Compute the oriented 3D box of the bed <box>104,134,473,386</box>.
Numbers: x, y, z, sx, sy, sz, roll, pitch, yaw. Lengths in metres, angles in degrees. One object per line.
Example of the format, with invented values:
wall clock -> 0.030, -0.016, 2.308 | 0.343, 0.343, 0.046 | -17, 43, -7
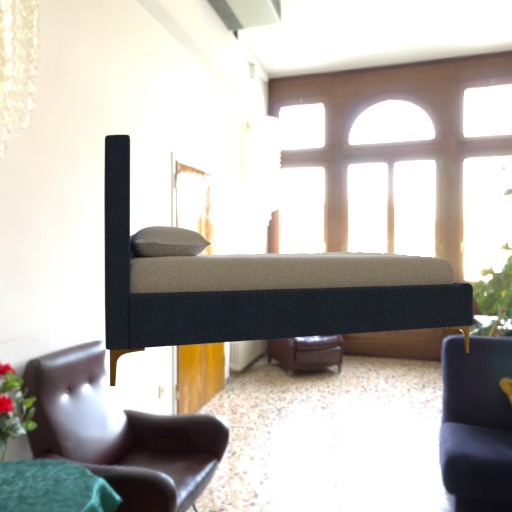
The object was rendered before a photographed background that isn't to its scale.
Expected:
bed -> 0.000, 0.000, 3.457 | 2.232, 1.231, 2.096 | 0, 1, -19
